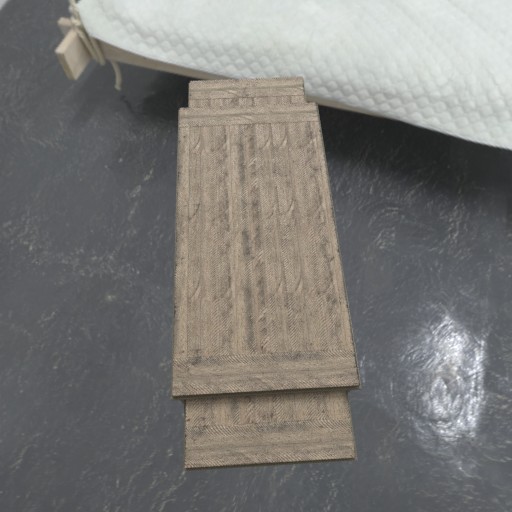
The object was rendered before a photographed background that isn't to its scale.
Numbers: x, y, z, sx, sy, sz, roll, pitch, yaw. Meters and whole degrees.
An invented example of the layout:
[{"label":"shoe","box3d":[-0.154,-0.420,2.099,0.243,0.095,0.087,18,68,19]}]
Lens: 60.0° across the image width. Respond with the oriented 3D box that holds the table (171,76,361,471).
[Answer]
[{"label":"table","box3d":[0.000,0.000,1.526,0.489,0.427,1.312,-3,64,-1]}]
